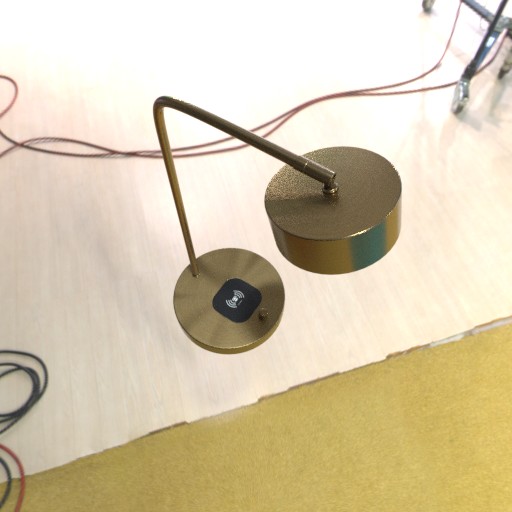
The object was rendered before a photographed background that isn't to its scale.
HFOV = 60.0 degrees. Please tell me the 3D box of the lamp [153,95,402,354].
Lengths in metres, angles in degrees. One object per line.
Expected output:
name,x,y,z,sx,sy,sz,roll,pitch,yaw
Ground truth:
lamp,0.000,0.000,0.521,0.270,0.380,0.171,31,64,17
